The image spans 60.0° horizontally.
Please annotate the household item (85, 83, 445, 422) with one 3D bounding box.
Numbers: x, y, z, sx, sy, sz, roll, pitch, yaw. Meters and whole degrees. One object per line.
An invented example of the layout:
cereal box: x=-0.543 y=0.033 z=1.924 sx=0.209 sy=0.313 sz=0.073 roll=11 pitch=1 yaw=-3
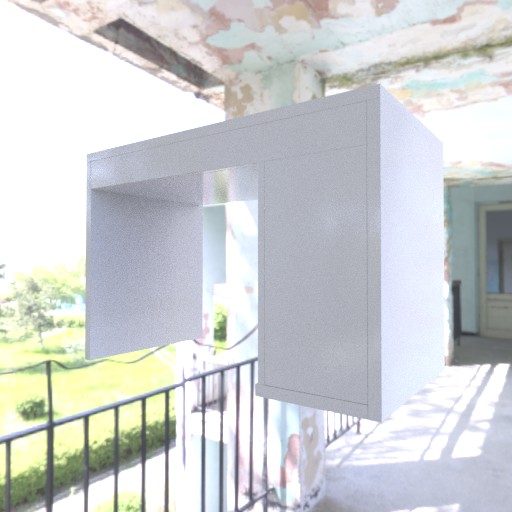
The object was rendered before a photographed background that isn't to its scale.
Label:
household item: x=0.000 y=0.000 z=1.538 sx=1.100 sy=0.749 sz=0.597 roll=-1 pitch=-1 yaw=35
